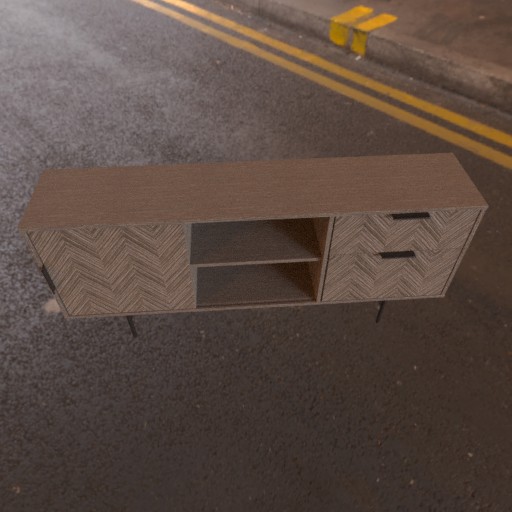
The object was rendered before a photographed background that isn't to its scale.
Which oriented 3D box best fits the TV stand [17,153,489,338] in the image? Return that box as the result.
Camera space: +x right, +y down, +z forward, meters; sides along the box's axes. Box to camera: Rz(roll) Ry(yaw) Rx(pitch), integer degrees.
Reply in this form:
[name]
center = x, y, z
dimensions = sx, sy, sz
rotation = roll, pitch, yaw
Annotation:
[TV stand]
center = 0.000, 0.000, 2.093
dimensions = 1.804, 0.787, 0.405
rotation = -3, 46, -3
